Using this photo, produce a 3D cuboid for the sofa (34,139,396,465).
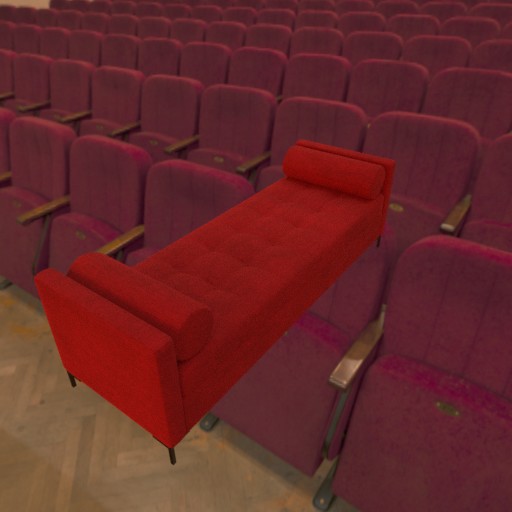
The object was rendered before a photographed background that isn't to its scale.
[{"bbox_3d":[0.000,0.000,2.359,0.686,0.635,1.981,22,39,30],"label":"sofa"}]
